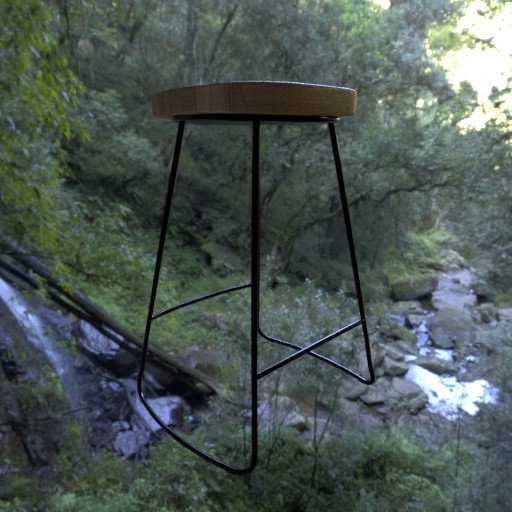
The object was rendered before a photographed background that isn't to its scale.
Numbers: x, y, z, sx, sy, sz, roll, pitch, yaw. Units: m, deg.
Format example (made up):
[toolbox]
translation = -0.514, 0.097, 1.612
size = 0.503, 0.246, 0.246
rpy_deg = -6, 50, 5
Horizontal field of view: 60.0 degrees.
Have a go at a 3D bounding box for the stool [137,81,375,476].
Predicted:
[stool]
translation = 0.000, 0.000, 0.971
size = 0.480, 0.679, 0.401
rpy_deg = -15, 22, -42
